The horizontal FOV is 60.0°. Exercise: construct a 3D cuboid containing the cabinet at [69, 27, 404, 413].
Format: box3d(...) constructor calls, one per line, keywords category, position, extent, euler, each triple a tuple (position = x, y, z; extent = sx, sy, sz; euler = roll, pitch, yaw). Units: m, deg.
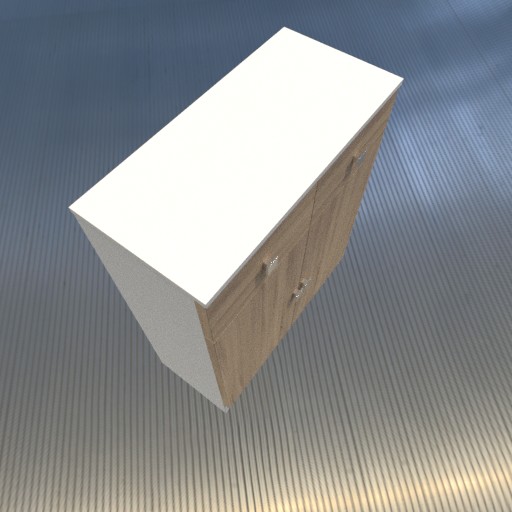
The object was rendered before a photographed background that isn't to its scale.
box3d(category="cabinet", position=(0.000, 0.000, 1.132), extent=(0.296, 0.815, 0.600), euler=(33, 64, 18))
